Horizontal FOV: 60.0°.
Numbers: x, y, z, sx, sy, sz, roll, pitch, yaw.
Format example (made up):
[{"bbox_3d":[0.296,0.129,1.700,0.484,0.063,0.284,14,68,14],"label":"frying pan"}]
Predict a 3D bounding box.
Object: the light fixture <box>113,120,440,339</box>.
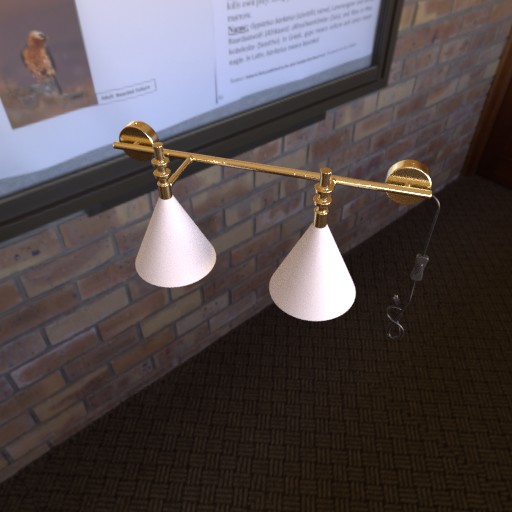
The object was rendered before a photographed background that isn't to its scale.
[{"bbox_3d":[0.000,0.000,0.862,0.642,0.468,0.239,12,43,13],"label":"light fixture"}]
